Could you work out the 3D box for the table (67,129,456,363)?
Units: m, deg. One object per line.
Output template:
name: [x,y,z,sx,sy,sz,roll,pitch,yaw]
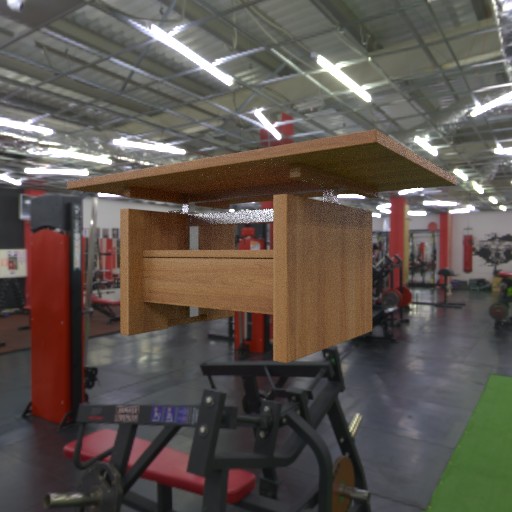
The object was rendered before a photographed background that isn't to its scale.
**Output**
table: [0.000,0.000,1.482,1.100,0.510,0.700,0,1,36]
